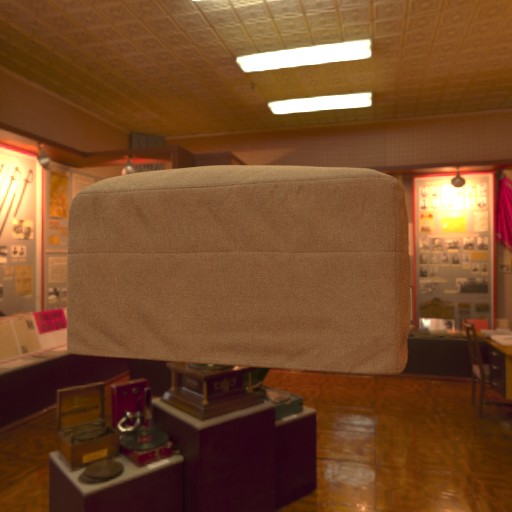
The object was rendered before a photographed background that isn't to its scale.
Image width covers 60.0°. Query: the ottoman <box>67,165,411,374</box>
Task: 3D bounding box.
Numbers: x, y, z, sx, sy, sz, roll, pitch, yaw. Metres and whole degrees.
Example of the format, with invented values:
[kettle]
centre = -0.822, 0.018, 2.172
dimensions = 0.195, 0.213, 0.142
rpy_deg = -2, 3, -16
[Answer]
[ottoman]
centre = 0.000, 0.000, 1.287
dimensions = 0.837, 0.481, 0.683
rpy_deg = 0, 0, 17
